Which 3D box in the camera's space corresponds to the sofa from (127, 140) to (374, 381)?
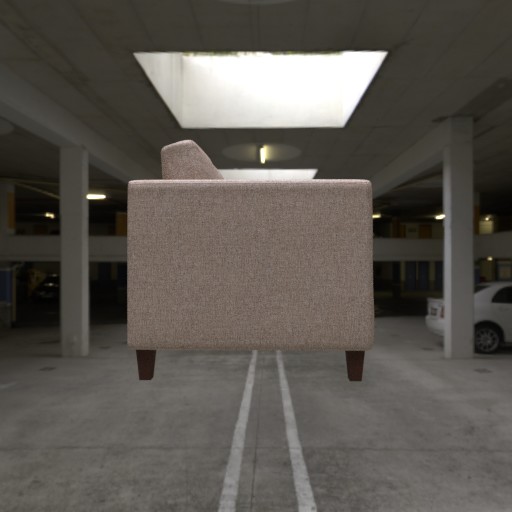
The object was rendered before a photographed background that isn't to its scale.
[{"bbox_3d":[0.000,0.000,2.723,0.951,0.965,2.208,0,0,1],"label":"sofa"}]
